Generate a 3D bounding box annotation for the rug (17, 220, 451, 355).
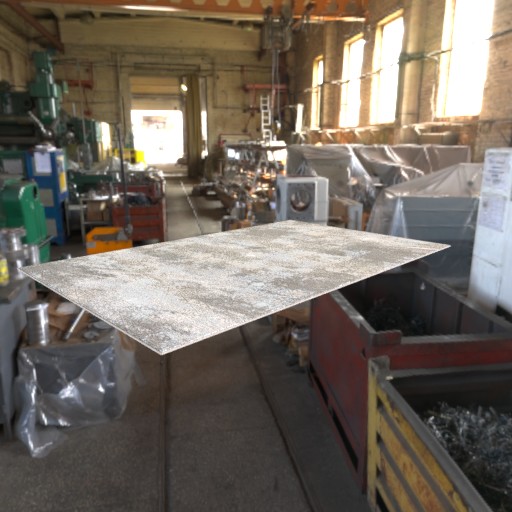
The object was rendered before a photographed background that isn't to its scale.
[{"bbox_3d":[0.000,0.000,2.902,2.431,0.012,1.536,-13,19,-43],"label":"rug"}]
